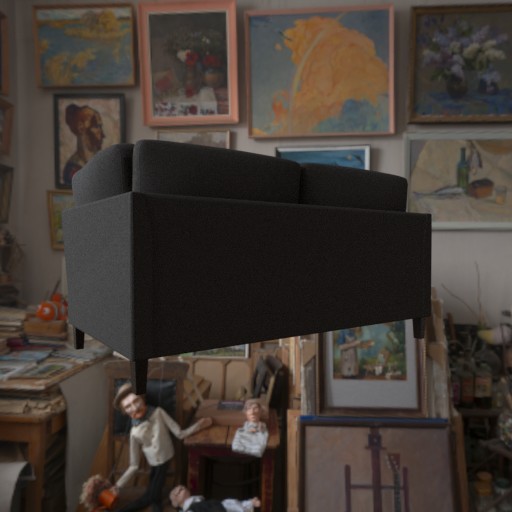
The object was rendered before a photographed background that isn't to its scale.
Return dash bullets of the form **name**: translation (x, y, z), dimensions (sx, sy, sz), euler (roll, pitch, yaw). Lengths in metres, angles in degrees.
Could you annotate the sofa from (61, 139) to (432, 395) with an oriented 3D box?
- **sofa**: translation (0.000, 0.000, 2.353), dimensions (1.751, 0.920, 0.969), euler (-1, 1, -35)
